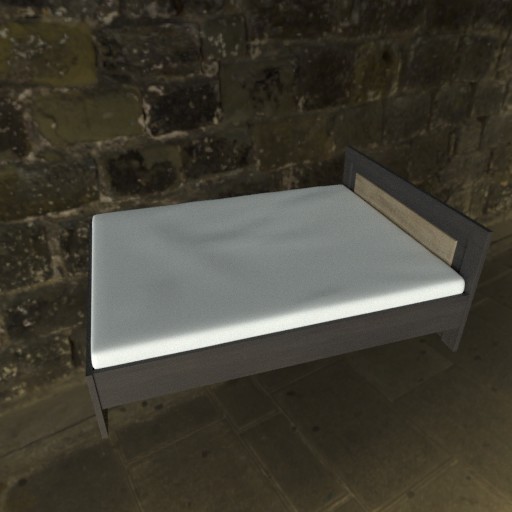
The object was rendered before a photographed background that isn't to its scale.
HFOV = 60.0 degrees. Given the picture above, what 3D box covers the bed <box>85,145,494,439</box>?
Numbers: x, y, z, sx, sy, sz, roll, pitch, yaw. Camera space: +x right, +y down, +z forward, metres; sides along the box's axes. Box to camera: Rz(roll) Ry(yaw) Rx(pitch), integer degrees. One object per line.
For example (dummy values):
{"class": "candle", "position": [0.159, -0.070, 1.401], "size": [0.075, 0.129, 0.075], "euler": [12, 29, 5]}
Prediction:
{"class": "bed", "position": [0.000, 0.000, 2.881], "size": [2.073, 0.823, 1.585], "euler": [-9, 32, -15]}
